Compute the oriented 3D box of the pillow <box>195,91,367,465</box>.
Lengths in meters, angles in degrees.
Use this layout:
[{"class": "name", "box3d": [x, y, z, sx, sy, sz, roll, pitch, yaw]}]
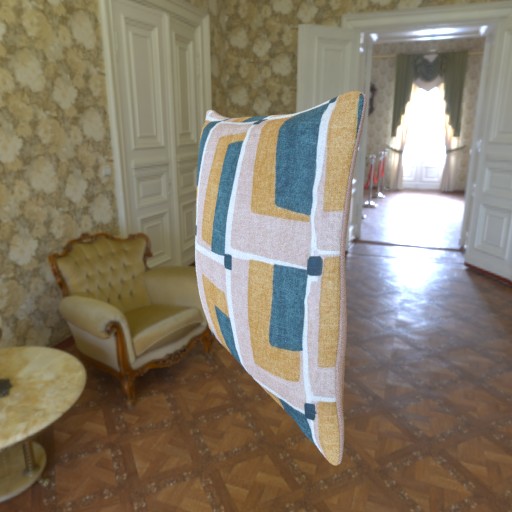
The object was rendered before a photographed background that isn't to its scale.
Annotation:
[{"class": "pillow", "box3d": [0.000, 0.000, 0.731, 0.158, 0.479, 0.478, -7, 17, -25]}]
